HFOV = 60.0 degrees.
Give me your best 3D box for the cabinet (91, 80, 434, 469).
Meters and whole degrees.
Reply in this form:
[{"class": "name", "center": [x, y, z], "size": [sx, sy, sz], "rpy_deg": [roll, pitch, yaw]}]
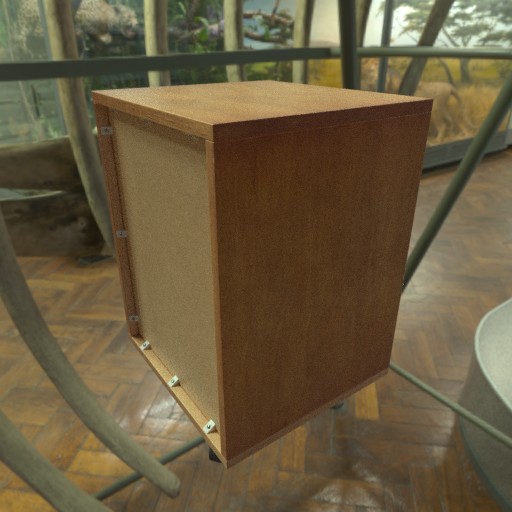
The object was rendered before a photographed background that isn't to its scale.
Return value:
[{"class": "cabinet", "center": [0.000, 0.000, 0.839], "size": [0.401, 0.579, 0.409], "rpy_deg": [-17, 31, -31]}]
